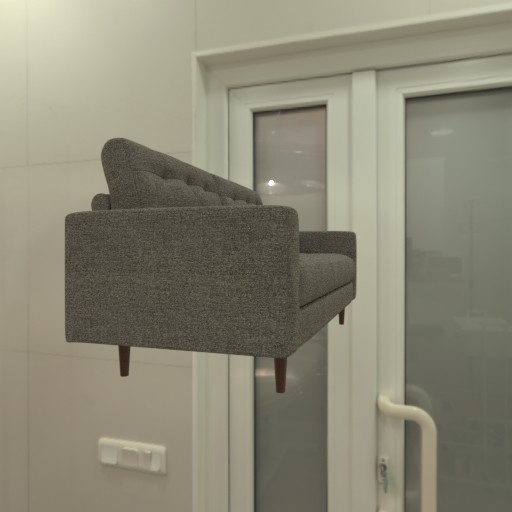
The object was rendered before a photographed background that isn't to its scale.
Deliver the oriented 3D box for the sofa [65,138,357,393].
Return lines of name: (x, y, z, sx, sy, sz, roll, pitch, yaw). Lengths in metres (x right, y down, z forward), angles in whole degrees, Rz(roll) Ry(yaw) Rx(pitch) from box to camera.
sofa: (0.000, 0.000, 2.298, 0.863, 0.902, 1.821, 0, 0, 19)
